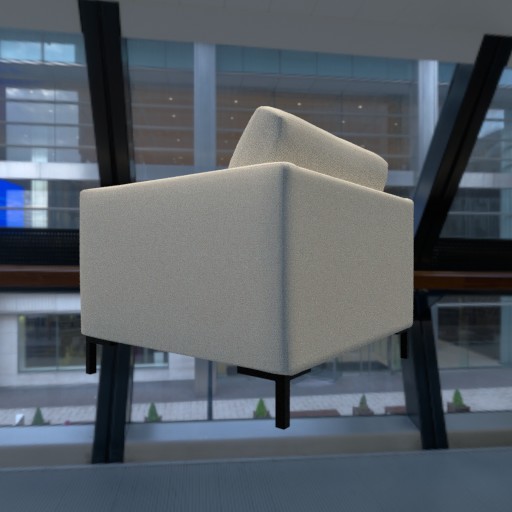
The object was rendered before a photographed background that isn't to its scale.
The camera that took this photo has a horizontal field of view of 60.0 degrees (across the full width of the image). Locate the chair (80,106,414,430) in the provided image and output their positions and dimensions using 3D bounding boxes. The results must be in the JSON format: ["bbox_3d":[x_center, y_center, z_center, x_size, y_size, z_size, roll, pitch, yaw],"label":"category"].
[{"bbox_3d":[0.000,0.000,1.640,0.875,0.806,0.964,0,0,37],"label":"chair"}]
